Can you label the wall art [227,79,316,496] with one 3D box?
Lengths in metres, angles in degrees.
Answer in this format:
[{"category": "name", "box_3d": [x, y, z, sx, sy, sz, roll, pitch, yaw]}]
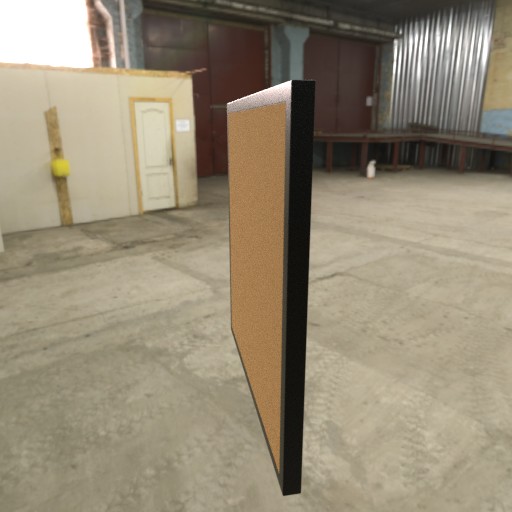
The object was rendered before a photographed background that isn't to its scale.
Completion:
[{"category": "wall art", "box_3d": [0.000, 0.000, 1.118, 0.038, 0.761, 0.755, -3, 17, -10]}]
